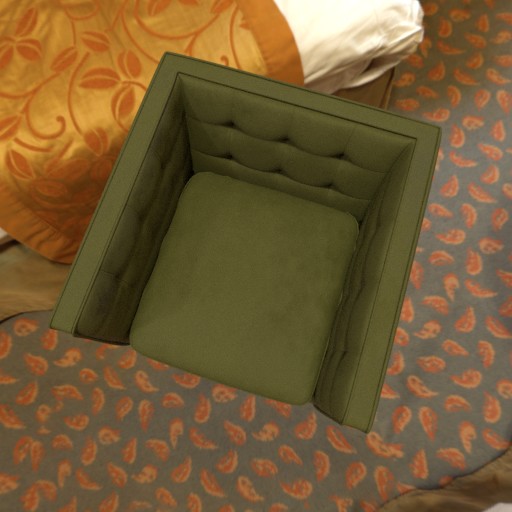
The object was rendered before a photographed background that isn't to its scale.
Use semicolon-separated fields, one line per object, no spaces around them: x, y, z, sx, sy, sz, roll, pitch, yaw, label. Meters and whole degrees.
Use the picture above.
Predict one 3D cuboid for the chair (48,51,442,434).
0.000;0.000;1.561;0.880;0.790;0.894;17;77;4;chair
